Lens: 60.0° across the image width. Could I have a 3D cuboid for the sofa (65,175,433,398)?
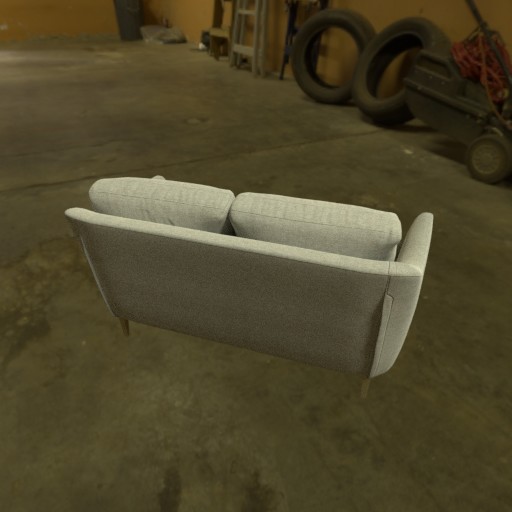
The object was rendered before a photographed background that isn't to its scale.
[{"bbox_3d":[0.000,0.000,2.211,1.619,0.904,0.960,10,33,16],"label":"sofa"}]
